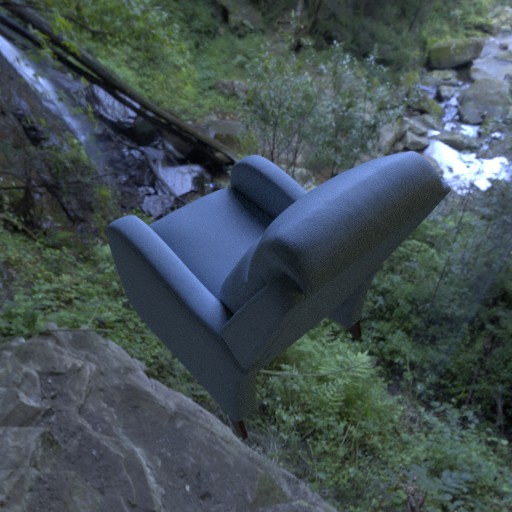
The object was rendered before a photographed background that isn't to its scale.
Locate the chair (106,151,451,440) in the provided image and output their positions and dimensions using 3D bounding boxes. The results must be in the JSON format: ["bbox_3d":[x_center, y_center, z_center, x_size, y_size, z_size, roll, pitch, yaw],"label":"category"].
[{"bbox_3d":[0.000,0.000,1.706,0.785,1.067,0.988,-32,53,-28],"label":"chair"}]
